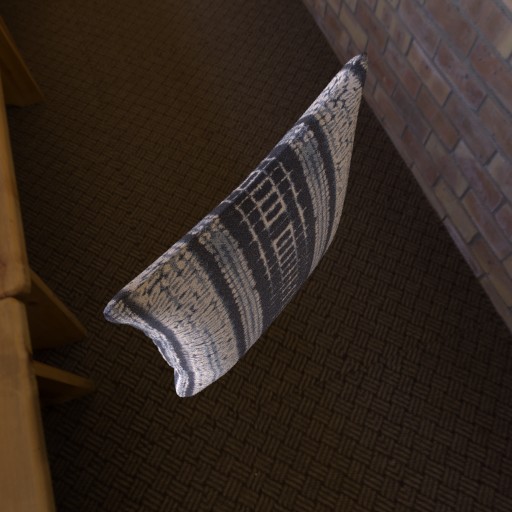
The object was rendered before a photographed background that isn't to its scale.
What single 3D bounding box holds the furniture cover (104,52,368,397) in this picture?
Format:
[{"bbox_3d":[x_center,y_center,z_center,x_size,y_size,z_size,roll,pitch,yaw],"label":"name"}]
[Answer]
[{"bbox_3d":[0.000,0.000,0.650,0.133,0.435,0.425,35,69,16],"label":"furniture cover"}]
